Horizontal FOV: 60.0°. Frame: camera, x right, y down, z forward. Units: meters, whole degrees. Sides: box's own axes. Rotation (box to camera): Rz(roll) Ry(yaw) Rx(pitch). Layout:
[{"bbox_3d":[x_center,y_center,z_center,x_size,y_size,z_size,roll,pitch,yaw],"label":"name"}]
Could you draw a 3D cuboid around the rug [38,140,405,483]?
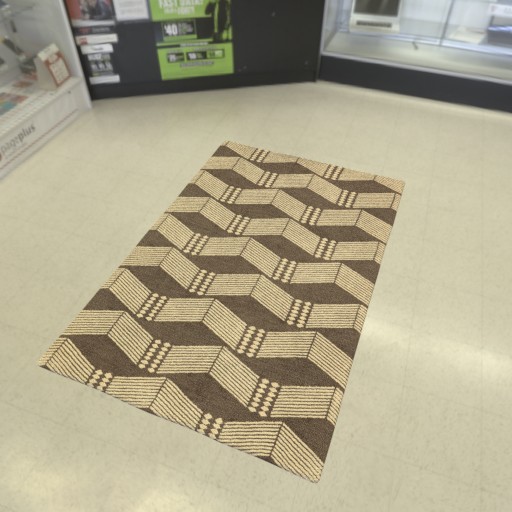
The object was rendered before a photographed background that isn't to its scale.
[{"bbox_3d":[0.000,0.000,2.254,1.210,0.016,1.833,17,49,15],"label":"rug"}]
